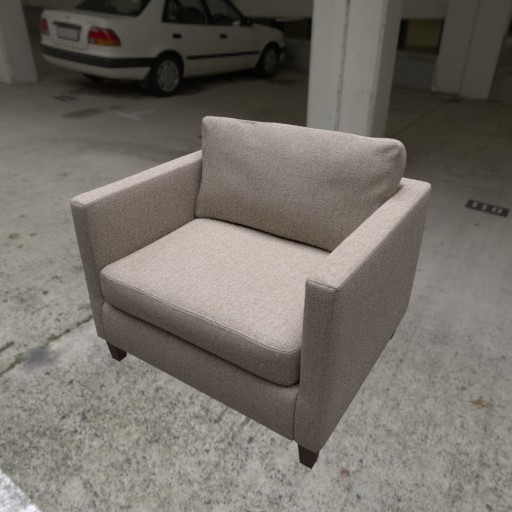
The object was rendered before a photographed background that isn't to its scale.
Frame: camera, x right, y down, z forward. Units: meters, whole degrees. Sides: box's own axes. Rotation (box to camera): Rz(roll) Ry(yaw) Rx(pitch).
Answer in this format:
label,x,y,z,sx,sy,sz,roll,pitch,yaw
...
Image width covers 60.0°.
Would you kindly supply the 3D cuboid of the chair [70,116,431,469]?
label,x,y,z,sx,sy,sz,roll,pitch,yaw
chair,0.000,0.000,1.823,1.107,0.961,0.959,18,34,29
